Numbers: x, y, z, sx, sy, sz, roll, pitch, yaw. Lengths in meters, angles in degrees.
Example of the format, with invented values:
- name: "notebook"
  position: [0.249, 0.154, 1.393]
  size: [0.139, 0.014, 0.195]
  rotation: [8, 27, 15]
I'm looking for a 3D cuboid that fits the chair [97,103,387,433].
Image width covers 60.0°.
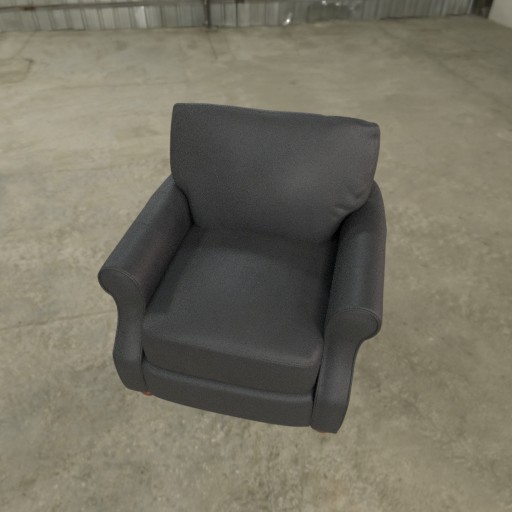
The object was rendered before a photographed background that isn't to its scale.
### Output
- name: "chair"
  position: [0.000, 0.000, 1.769]
  size: [1.015, 0.960, 1.027]
  rotation: [12, 42, 14]
